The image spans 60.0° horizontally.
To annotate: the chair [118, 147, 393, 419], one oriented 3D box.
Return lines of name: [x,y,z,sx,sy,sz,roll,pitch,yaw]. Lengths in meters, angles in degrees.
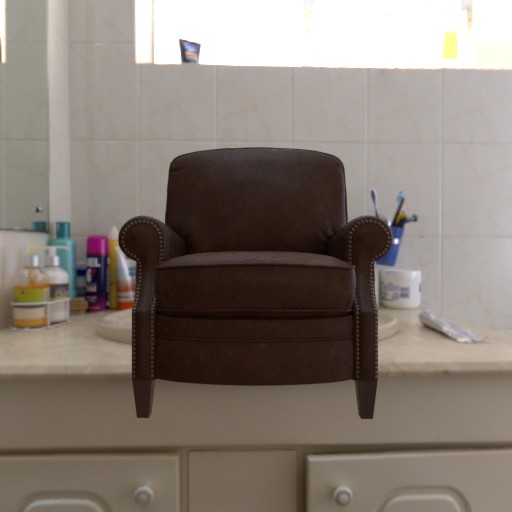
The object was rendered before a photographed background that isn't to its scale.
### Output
chair: [0.000,0.000,1.767,0.936,1.018,0.986,0,0,1]
